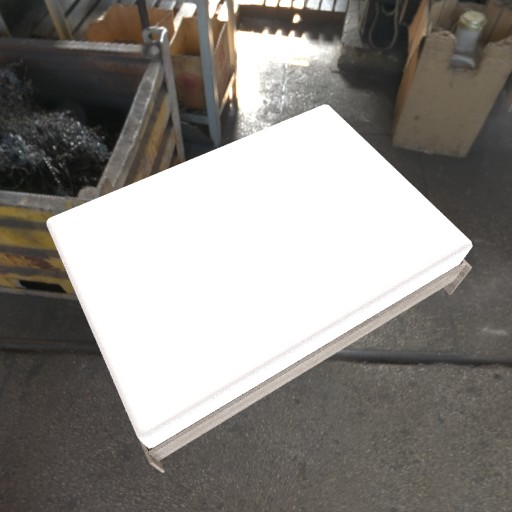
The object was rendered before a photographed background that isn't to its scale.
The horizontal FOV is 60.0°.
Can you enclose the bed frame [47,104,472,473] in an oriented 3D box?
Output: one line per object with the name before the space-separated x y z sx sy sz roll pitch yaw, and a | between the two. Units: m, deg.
bed frame | 0.000 0.000 2.594 1.945 0.497 1.445 -27 61 -16
